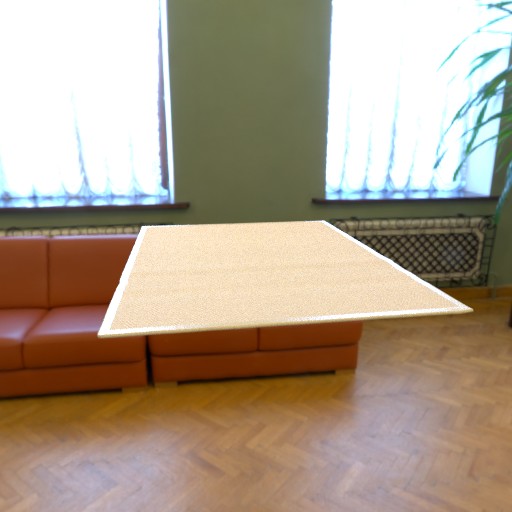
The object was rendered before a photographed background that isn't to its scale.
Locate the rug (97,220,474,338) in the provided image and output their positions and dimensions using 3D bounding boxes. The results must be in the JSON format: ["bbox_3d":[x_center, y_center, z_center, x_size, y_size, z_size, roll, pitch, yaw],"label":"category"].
[{"bbox_3d":[0.000,0.000,4.865,2.734,0.037,3.659,-2,16,-9],"label":"rug"}]
